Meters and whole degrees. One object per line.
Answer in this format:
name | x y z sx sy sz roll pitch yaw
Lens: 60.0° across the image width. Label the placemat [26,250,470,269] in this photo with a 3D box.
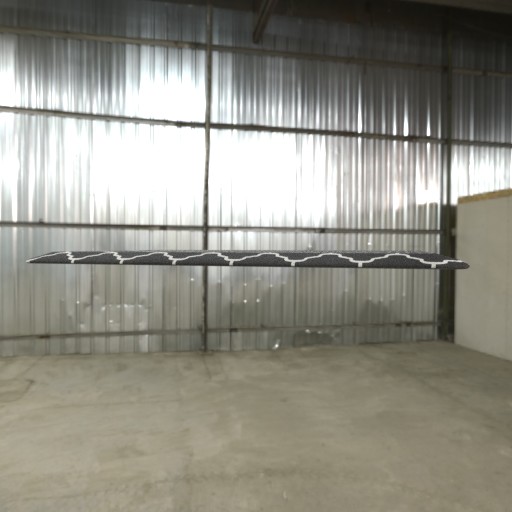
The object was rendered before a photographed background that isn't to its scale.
placemat | 0.000 0.000 0.942 0.762 0.021 0.508 0 1 17
